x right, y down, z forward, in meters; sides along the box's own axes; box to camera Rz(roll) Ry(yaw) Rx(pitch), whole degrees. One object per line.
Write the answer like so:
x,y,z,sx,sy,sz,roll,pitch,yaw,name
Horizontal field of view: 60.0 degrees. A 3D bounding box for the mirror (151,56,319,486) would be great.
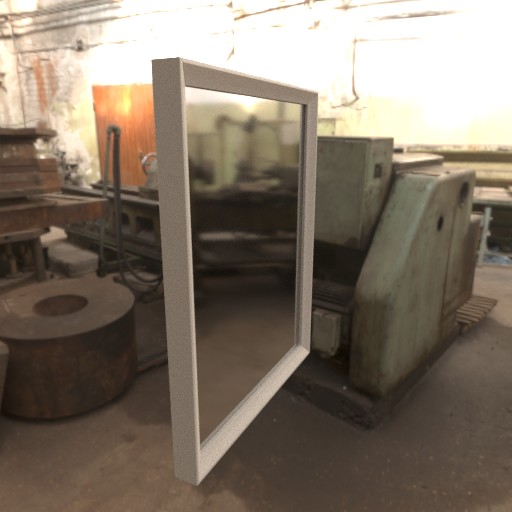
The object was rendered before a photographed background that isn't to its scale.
0.000,0.000,0.683,0.041,0.509,0.406,8,17,26,mirror
